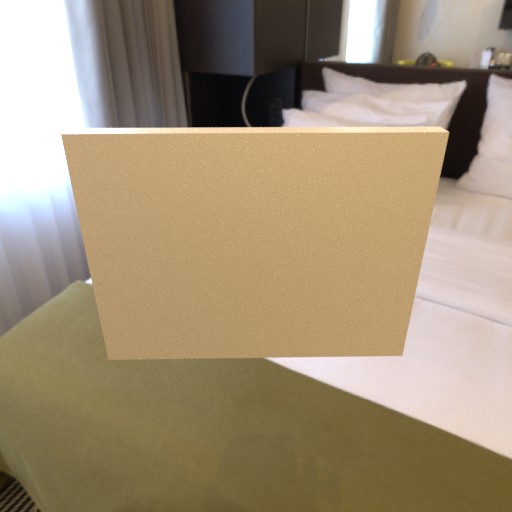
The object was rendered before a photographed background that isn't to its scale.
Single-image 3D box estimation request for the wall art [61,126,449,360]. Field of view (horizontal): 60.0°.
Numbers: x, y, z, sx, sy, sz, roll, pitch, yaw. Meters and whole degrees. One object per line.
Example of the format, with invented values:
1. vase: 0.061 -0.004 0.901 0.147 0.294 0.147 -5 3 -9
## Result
1. wall art: 0.000 0.000 1.428 1.056 0.801 0.066 -1 29 -1
